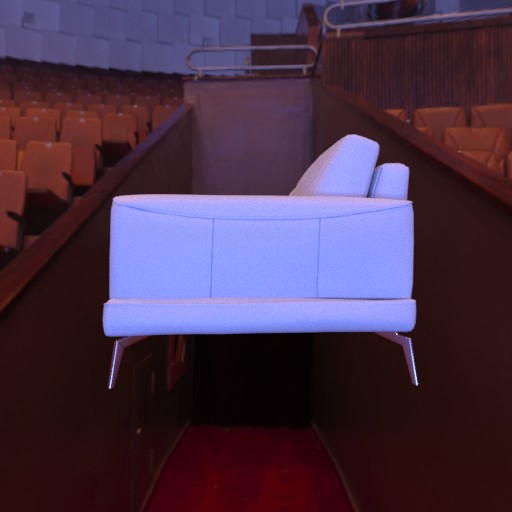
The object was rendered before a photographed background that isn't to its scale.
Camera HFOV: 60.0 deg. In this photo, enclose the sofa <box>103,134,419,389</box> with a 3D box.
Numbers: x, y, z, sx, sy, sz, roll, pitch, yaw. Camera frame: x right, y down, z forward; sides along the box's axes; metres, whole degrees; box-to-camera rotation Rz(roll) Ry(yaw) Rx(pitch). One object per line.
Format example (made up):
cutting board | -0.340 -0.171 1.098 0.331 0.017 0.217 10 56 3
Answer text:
sofa | 0.000 0.000 2.375 1.121 0.930 1.819 0 -1 -2
